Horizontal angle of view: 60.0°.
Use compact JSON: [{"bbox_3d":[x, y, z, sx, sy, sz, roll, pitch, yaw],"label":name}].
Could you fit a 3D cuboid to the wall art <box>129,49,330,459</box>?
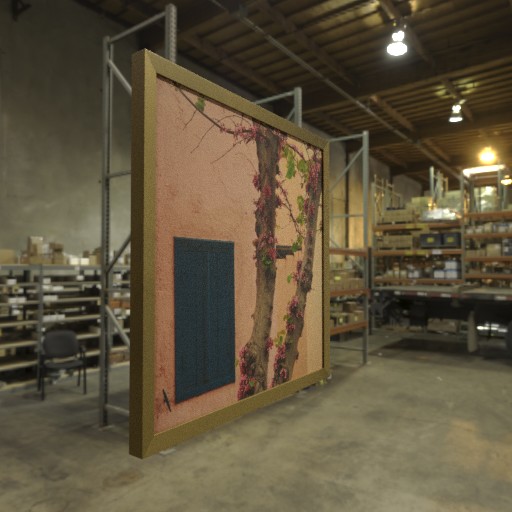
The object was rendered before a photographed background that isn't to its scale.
[{"bbox_3d":[0.000,0.000,1.141,0.038,0.762,0.762,-1,-2,36],"label":"wall art"}]
